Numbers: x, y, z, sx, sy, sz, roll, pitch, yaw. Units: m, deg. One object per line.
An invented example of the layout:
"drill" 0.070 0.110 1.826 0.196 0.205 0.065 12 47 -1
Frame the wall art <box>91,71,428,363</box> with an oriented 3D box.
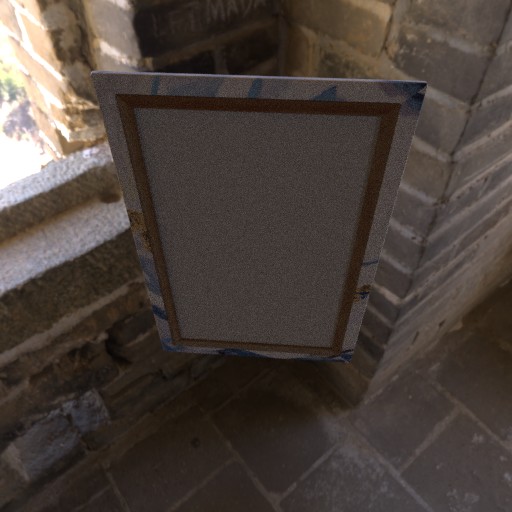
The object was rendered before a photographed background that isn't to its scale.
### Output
"wall art" 0.000 0.000 1.123 0.610 0.914 0.016 3 45 3
